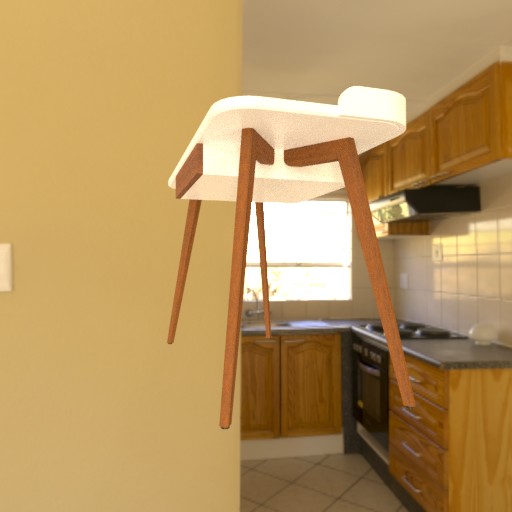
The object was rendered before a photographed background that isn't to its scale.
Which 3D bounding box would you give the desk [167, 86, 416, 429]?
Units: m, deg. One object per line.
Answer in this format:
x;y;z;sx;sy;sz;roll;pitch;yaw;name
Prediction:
0.000;0.000;1.628;0.534;0.807;1.206;0;-1;-17;desk
